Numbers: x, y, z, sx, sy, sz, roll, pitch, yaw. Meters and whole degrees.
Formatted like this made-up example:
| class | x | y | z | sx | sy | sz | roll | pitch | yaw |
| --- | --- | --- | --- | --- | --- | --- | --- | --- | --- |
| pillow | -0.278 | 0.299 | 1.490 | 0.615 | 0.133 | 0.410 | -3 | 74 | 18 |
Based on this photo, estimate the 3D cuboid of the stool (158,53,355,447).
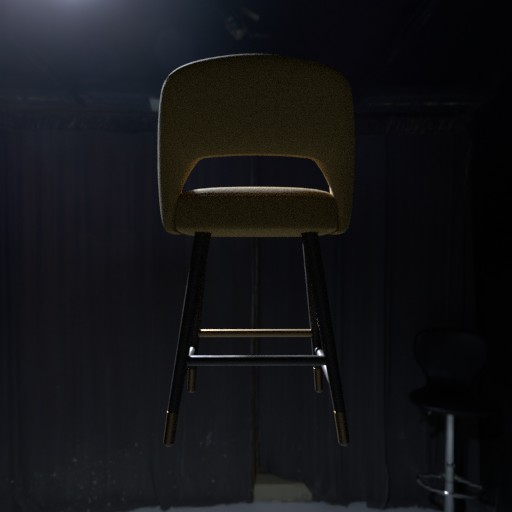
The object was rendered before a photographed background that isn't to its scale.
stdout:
| class | x | y | z | sx | sy | sz | roll | pitch | yaw |
| --- | --- | --- | --- | --- | --- | --- | --- | --- | --- |
| stool | 0.000 | 0.000 | 1.270 | 0.536 | 0.939 | 0.522 | 0 | 1 | -1 |
